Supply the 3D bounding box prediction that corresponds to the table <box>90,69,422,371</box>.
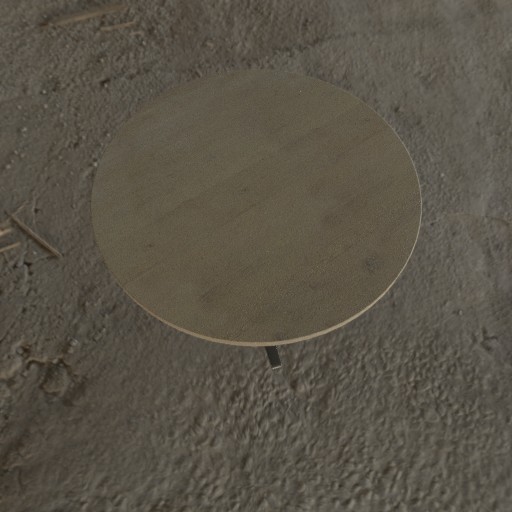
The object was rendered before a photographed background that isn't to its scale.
[{"bbox_3d":[0.000,0.000,1.430,0.800,0.780,0.800,0,63,0],"label":"table"}]
